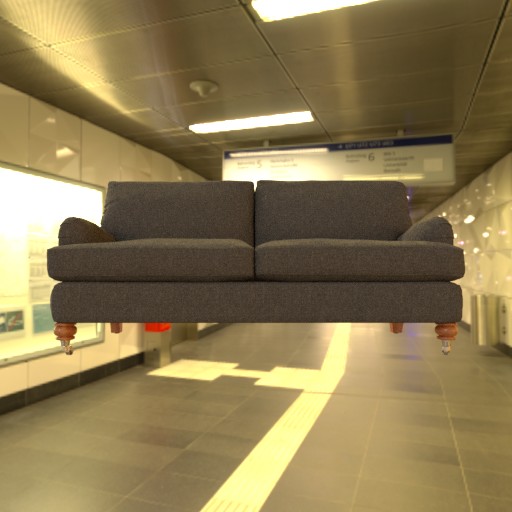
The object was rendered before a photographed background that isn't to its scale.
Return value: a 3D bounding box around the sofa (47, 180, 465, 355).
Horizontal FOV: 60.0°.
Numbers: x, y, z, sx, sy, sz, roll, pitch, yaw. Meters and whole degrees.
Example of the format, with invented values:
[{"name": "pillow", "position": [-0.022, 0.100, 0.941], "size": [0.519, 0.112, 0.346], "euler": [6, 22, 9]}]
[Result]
[{"name": "sofa", "position": [0.000, 0.000, 2.734], "size": [2.160, 1.054, 1.087], "euler": [0, -1, 0]}]
